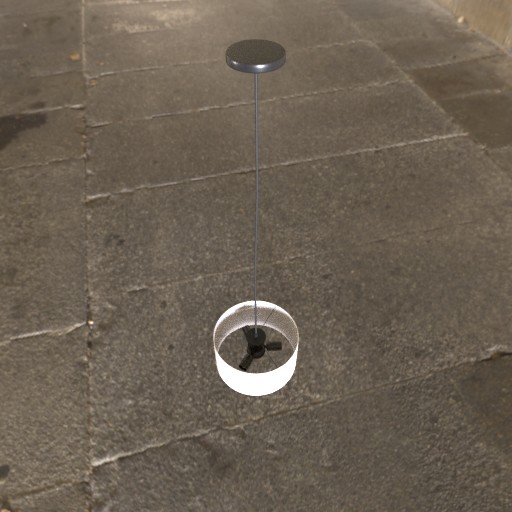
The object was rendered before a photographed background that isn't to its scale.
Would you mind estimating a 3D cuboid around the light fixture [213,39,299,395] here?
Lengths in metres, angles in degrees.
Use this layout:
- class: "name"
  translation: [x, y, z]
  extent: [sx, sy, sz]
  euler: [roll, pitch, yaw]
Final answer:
- class: "light fixture"
  translation: [0.000, 0.000, 1.667]
  extent: [0.399, 1.516, 0.399]
  euler: [0, 48, 0]
